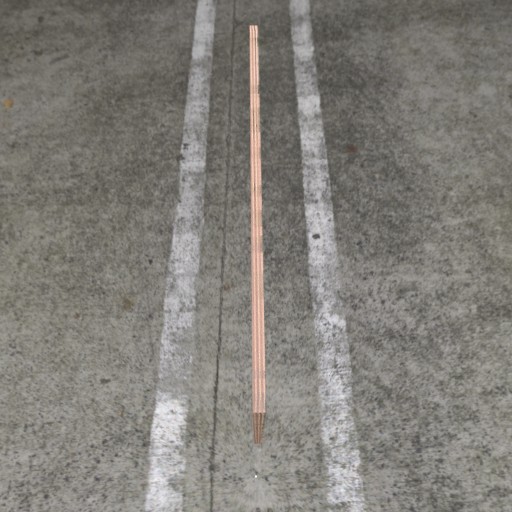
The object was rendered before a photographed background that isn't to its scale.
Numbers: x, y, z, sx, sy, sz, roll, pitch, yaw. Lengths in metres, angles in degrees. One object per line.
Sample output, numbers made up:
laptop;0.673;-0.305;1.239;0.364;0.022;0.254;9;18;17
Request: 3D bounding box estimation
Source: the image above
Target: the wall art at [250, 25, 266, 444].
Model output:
wall art;0.000;0.000;0.681;0.012;0.408;0.508;-1;64;0
